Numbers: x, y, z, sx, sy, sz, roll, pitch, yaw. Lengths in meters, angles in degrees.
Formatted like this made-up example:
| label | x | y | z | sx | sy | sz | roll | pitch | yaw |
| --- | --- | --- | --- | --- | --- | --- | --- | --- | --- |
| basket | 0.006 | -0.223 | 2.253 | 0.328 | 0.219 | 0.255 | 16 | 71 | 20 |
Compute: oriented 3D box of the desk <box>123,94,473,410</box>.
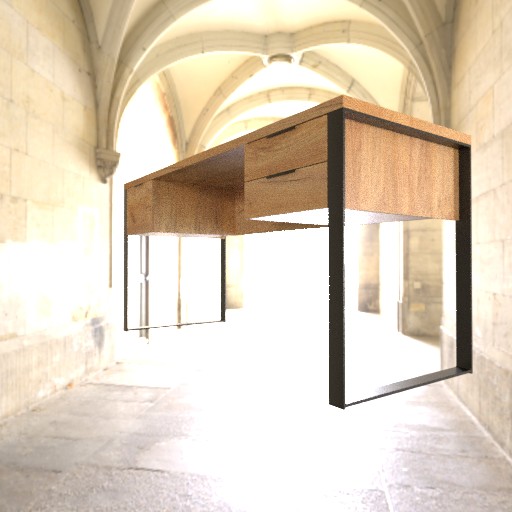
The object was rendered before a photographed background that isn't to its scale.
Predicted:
| label | x | y | z | sx | sy | sz | roll | pitch | yaw |
| --- | --- | --- | --- | --- | --- | --- | --- | --- | --- |
| desk | 0.000 | 0.000 | 1.853 | 0.600 | 0.760 | 1.520 | 1 | -1 | -36 |
